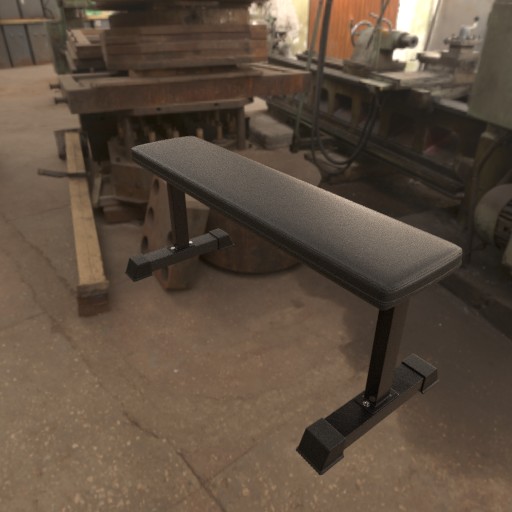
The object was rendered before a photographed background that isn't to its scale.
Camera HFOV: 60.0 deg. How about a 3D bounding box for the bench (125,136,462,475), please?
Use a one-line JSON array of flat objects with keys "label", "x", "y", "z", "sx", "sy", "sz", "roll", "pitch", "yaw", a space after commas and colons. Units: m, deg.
[{"label": "bench", "x": 0.000, "y": 0.000, "z": 1.286, "sx": 0.439, "sy": 0.453, "sz": 1.072, "roll": -21, "pitch": 36, "yaw": -32}]
